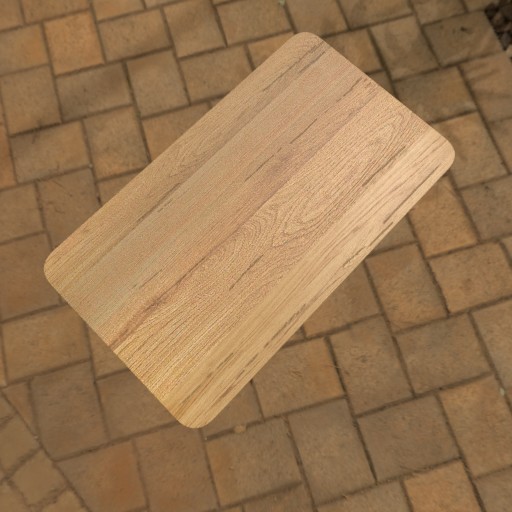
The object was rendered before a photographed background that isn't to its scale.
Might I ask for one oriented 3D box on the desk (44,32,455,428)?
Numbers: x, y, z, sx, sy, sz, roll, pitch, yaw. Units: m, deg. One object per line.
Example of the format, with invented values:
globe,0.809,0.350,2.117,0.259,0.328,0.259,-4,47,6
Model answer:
desk,0.000,0.000,1.257,0.440,0.790,0.760,43,80,10
